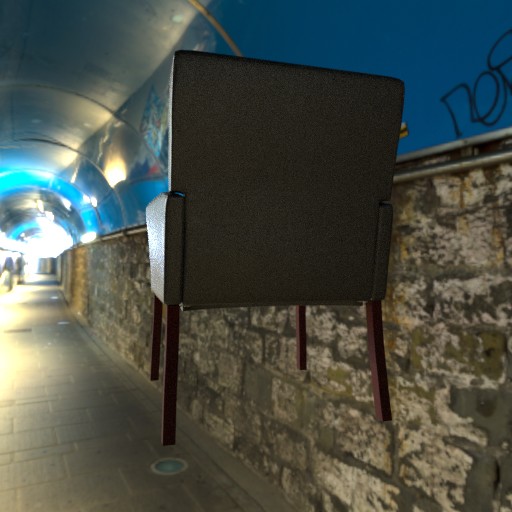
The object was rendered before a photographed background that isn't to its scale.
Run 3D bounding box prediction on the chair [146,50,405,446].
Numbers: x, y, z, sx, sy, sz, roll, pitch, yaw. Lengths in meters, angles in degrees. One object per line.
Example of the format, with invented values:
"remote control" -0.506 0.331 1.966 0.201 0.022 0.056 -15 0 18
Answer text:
"chair" 0.000 0.000 1.465 0.683 0.951 0.772 0 -1 -16
